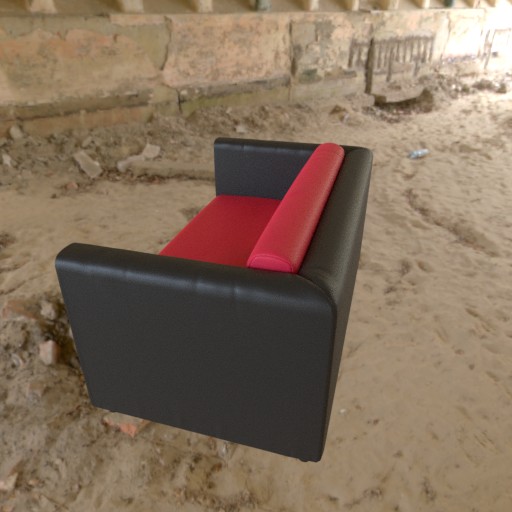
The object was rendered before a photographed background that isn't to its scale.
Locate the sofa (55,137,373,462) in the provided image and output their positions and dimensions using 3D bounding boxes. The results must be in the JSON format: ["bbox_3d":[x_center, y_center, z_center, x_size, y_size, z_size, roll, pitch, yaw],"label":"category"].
[{"bbox_3d":[0.000,0.000,1.927,0.845,0.735,1.410,8,31,14],"label":"sofa"}]
